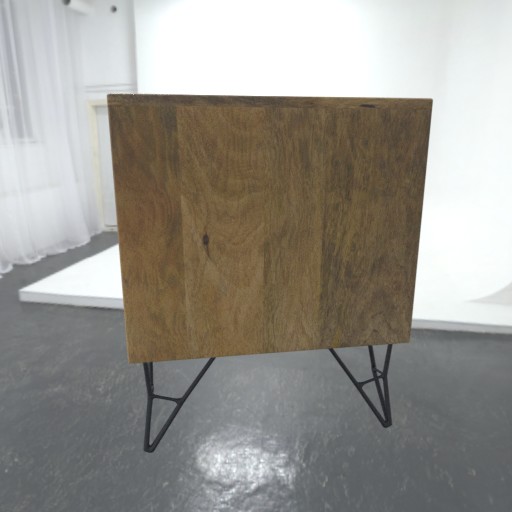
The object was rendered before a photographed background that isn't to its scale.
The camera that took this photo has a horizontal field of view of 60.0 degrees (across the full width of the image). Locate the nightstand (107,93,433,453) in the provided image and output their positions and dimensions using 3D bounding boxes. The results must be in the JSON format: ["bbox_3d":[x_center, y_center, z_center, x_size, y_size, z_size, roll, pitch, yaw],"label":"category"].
[{"bbox_3d":[0.000,0.000,0.872,0.457,0.559,0.406,-2,15,-9],"label":"nightstand"}]
